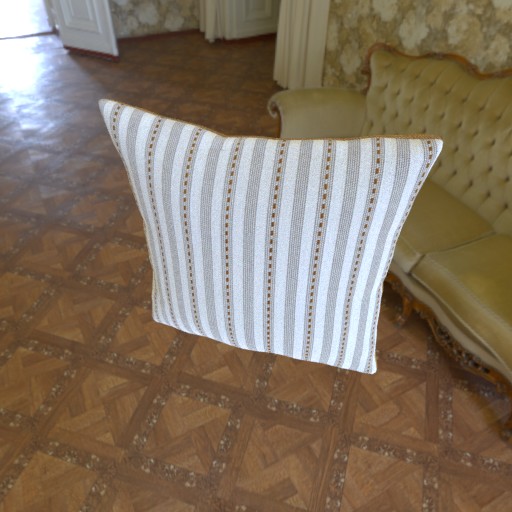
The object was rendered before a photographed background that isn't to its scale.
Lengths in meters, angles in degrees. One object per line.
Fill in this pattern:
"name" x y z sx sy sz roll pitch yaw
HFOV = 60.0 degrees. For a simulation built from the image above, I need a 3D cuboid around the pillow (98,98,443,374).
"pillow" 0.000 0.000 0.667 0.432 0.437 0.147 11 42 12
